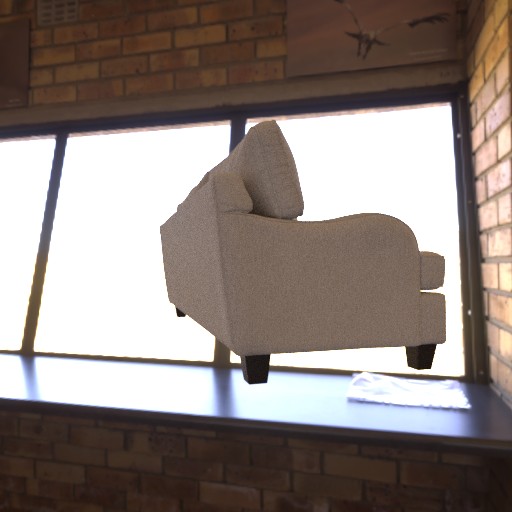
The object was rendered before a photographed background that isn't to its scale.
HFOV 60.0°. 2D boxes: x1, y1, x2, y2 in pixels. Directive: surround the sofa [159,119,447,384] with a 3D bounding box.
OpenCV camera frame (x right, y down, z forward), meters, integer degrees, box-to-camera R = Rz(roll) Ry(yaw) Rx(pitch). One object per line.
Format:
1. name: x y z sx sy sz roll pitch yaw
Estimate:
1. sofa: 0.000 0.000 2.799 1.016 0.991 2.323 0 -1 -17
